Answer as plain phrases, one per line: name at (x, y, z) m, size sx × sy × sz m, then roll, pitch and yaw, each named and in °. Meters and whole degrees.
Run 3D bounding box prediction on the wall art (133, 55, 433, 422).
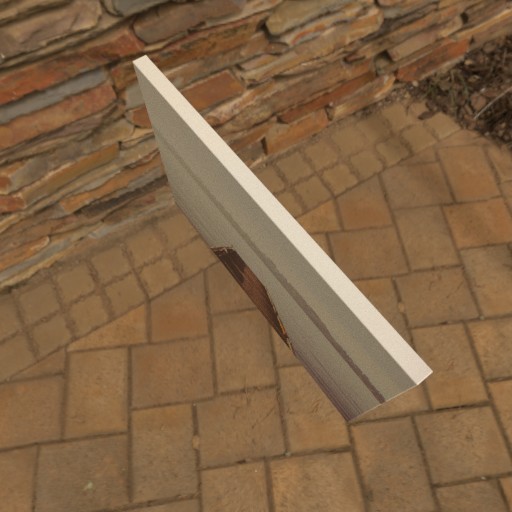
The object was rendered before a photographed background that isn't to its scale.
wall art at (0.000, 0.000, 1.149) m, size 0.037 × 0.609 × 0.916 m, roll -34°, pitch 69°, yaw -15°
